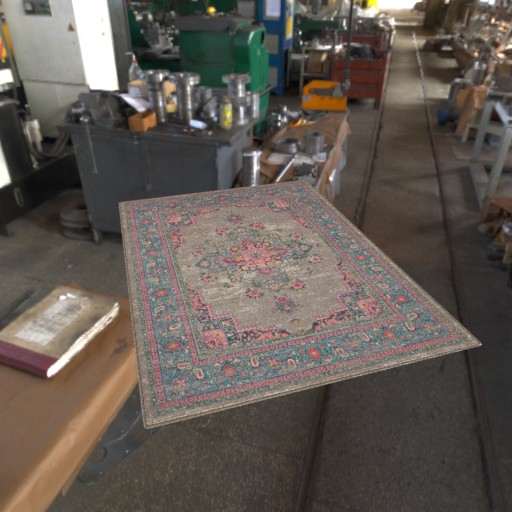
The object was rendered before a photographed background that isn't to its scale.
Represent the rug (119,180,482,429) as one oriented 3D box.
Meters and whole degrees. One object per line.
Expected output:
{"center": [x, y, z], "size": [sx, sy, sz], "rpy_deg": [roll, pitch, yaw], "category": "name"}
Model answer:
{"center": [0.000, 0.000, 2.840], "size": [1.609, 0.013, 2.214], "rpy_deg": [-9, 33, -15], "category": "rug"}
